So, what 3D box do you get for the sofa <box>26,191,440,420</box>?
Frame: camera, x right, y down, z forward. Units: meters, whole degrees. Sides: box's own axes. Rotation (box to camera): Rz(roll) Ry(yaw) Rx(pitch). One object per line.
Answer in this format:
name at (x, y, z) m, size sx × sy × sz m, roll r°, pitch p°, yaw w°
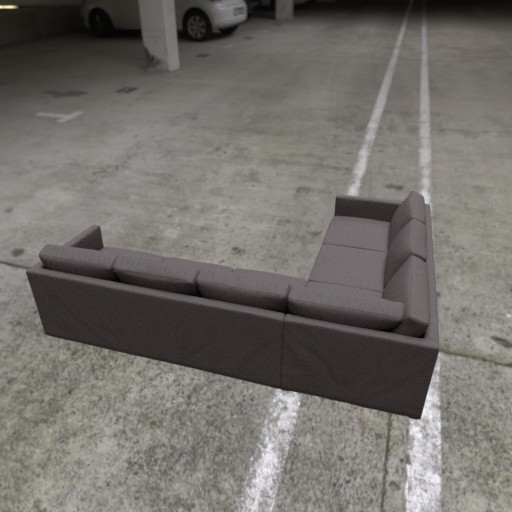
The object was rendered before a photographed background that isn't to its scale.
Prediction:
sofa at (0.000, 0.000, 4.303) m, size 3.182 × 0.871 × 2.432 m, roll 9°, pitch 31°, yaw 15°
